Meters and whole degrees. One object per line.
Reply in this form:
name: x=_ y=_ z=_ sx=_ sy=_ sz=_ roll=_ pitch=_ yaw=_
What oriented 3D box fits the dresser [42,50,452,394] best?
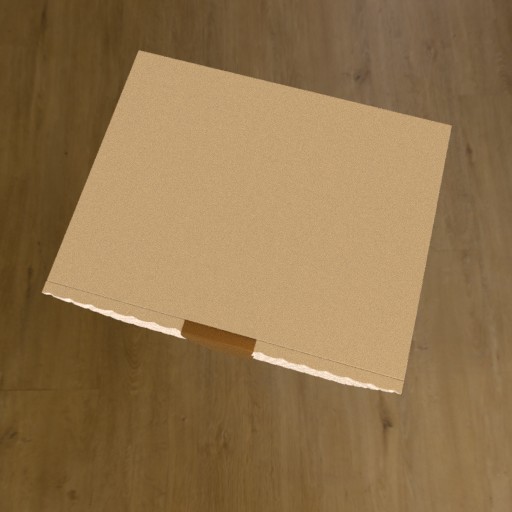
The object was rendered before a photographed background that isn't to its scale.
dresser: x=0.000 y=0.000 z=0.916 sx=0.503 sy=0.568 sz=0.414 roll=15 pitch=76 yaw=4
